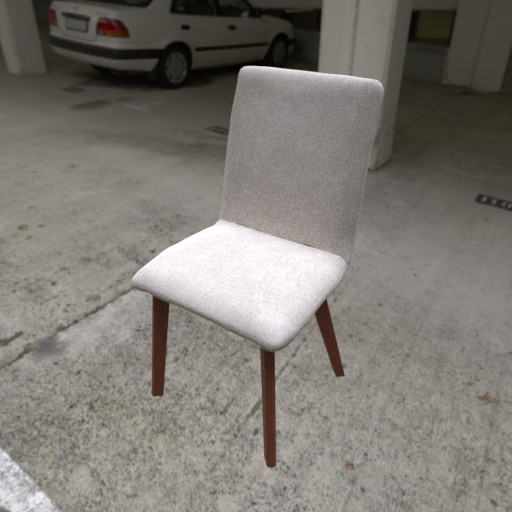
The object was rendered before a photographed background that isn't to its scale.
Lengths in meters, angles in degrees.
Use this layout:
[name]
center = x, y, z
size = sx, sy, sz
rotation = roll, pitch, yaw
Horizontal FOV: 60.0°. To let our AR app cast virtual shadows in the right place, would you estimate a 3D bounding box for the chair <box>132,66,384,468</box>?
[chair]
center = 0.000, 0.000, 1.316
size = 0.522, 0.974, 0.563
rotation = 19, 35, 29
